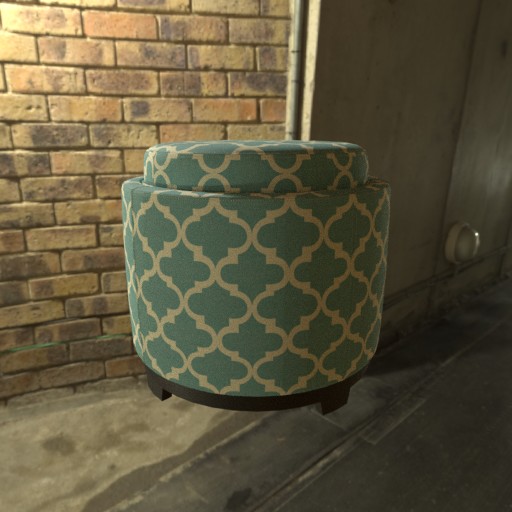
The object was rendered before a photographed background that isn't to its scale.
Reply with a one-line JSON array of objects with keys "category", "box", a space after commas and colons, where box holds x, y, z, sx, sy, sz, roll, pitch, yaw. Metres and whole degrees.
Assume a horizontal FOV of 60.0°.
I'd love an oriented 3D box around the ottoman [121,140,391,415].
[{"category": "ottoman", "box": [0.000, 0.000, 0.847, 0.480, 0.429, 0.480, 0, 15, 0]}]
